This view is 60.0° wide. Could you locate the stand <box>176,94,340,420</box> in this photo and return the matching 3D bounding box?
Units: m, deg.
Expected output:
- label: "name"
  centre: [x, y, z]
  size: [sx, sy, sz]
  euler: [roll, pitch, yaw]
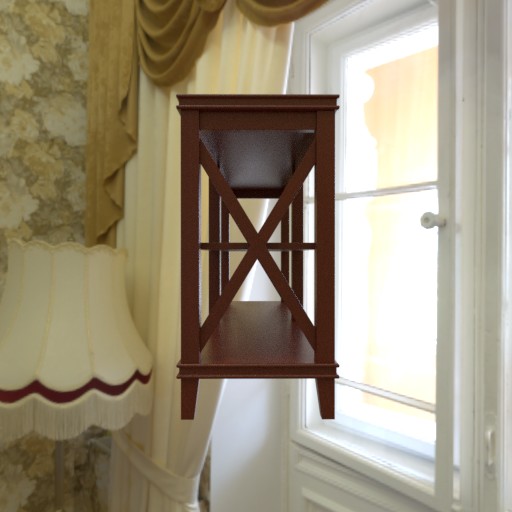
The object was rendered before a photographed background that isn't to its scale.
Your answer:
- label: "stand"
  centre: [0.000, 0.000, 1.717]
  size: [0.381, 0.762, 1.372]
  euler: [0, 0, 0]
